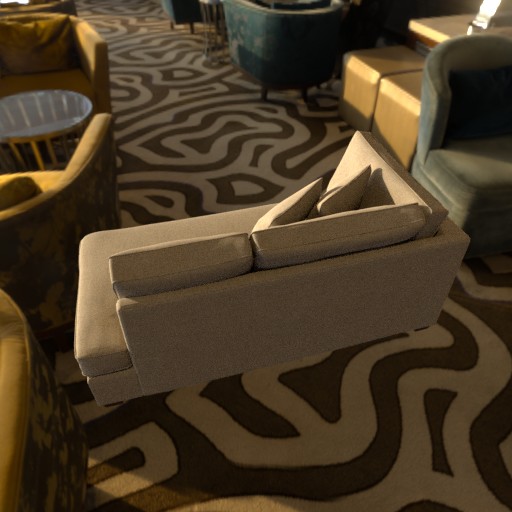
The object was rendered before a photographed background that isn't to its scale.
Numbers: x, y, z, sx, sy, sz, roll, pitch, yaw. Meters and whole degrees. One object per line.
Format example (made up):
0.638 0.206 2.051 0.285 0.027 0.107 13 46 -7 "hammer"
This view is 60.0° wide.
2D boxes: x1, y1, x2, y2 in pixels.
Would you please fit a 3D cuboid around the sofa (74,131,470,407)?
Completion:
0.000 0.000 2.865 2.238 1.019 1.110 -11 43 -12 "sofa"
